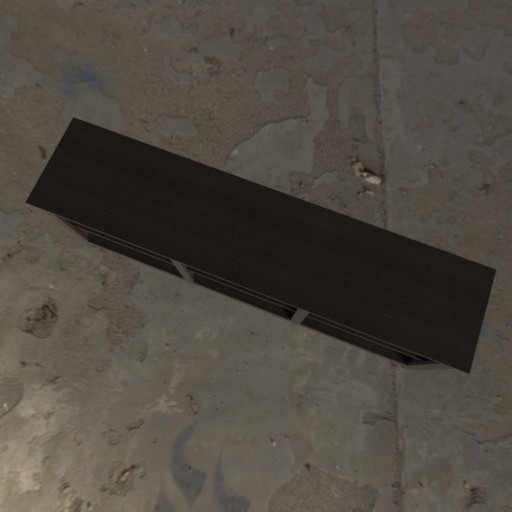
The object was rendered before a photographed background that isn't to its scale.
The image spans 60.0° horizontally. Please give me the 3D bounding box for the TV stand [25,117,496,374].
[{"bbox_3d":[0.000,0.000,1.992,1.778,0.610,0.406,21,76,5],"label":"TV stand"}]
